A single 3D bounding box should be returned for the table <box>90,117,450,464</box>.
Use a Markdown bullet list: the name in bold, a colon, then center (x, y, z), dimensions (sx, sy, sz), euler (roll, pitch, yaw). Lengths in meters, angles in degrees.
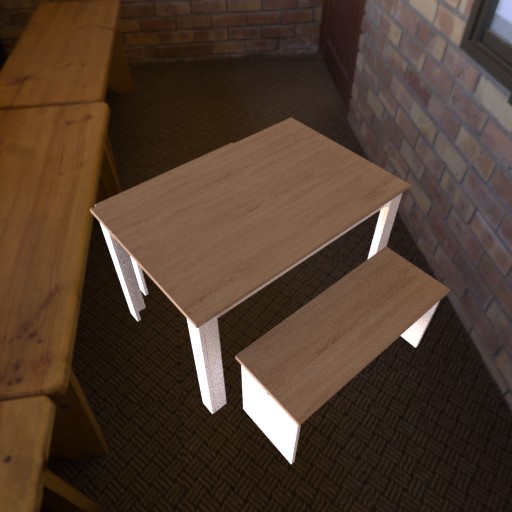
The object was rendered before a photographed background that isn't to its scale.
- **table**: center (0.000, 0.000, 2.062), dimensions (1.100, 0.700, 1.443), euler (-32, 54, -26)
